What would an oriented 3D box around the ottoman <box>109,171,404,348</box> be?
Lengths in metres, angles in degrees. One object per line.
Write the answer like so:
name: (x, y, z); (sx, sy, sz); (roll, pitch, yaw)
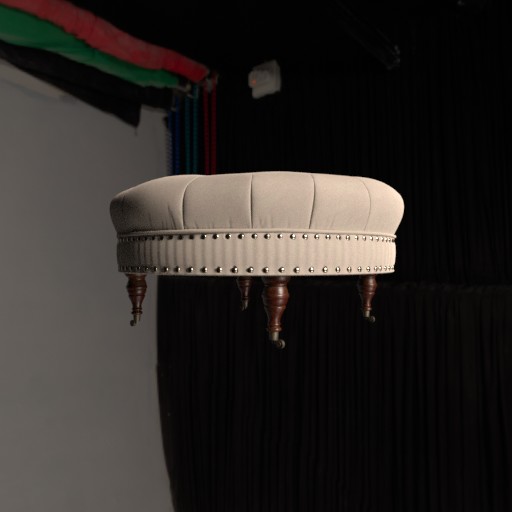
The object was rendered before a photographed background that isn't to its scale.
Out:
ottoman: (0.000, 0.000, 1.420); (0.901, 0.439, 0.901); (0, 0, 0)
